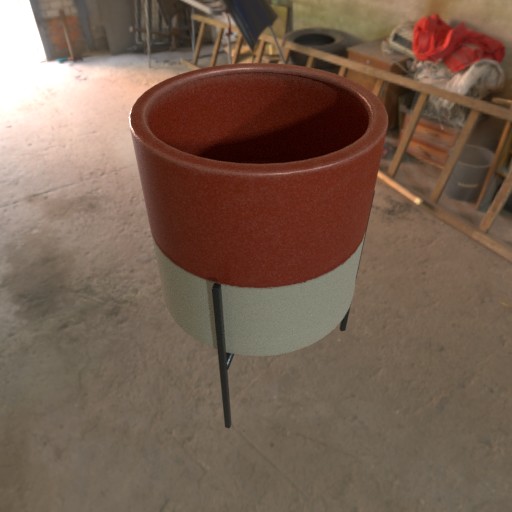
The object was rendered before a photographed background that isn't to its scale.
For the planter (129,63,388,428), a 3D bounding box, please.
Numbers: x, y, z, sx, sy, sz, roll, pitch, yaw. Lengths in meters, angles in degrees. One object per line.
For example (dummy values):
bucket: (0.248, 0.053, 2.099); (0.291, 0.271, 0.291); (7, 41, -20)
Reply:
planter: (0.000, 0.000, 0.516); (0.235, 0.354, 0.251); (12, 43, 13)
